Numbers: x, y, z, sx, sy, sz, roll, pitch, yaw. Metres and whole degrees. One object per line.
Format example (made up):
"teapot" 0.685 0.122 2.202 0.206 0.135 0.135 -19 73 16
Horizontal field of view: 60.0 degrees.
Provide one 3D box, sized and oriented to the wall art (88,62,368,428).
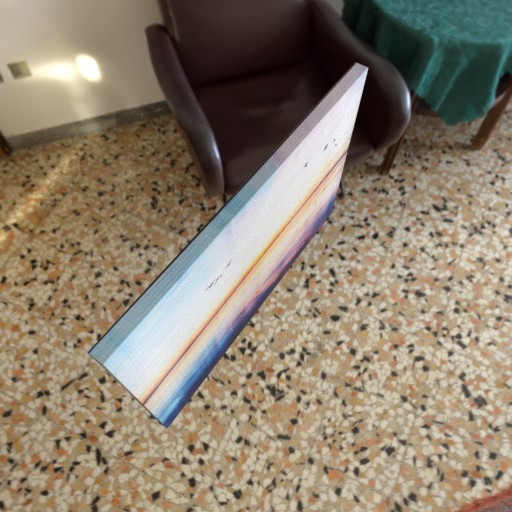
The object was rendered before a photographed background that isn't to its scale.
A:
"wall art" 0.000 0.000 1.172 0.037 0.605 0.911 31 64 17
